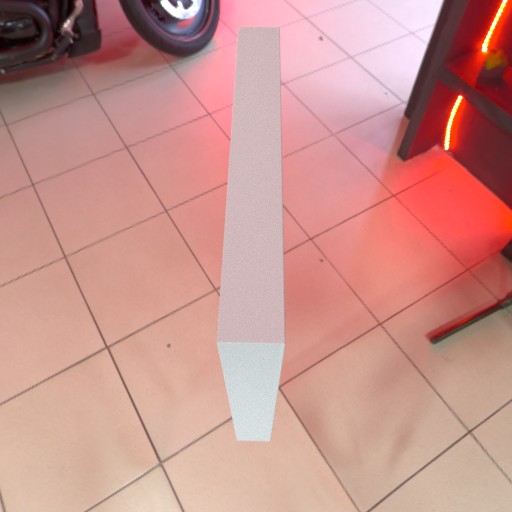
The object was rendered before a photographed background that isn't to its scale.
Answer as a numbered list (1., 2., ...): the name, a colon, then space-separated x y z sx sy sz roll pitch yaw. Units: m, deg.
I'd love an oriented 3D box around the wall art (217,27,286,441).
1. wall art: 0.000 0.000 0.455 0.038 0.305 0.305 1 58 1
